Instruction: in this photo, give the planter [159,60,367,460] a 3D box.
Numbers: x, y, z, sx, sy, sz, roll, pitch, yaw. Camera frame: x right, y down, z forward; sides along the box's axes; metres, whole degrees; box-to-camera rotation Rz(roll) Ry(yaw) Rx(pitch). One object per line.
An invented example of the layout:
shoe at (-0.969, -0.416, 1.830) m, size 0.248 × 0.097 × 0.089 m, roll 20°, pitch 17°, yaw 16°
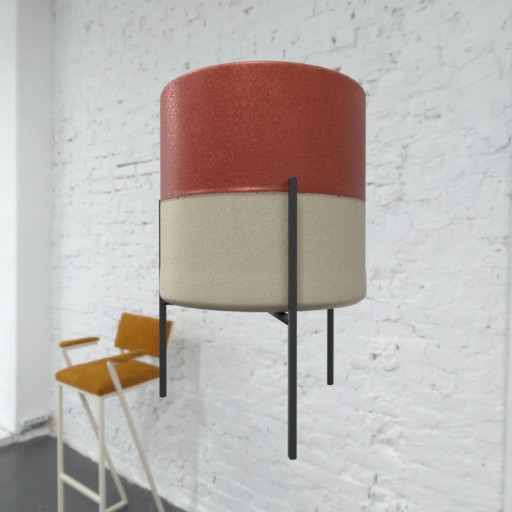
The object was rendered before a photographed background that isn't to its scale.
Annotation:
planter at (0.000, 0.000, 0.517) m, size 0.251 × 0.354 × 0.235 m, roll 0°, pitch 1°, yaw 18°
